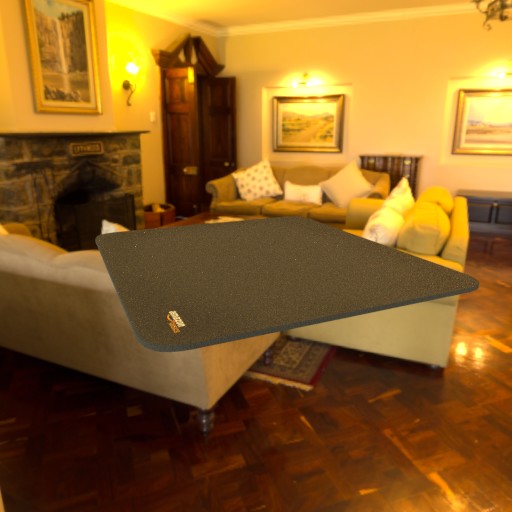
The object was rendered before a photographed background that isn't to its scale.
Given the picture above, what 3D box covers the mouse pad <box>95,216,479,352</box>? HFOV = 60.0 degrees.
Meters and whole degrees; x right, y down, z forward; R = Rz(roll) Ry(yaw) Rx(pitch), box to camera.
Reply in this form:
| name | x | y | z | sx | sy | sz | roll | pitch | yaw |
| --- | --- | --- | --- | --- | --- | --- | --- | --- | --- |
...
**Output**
| name | x | y | z | sx | sy | sz | roll | pitch | yaw |
| --- | --- | --- | --- | --- | --- | --- | --- | --- | --- |
| mouse pad | 0.000 | 0.000 | 0.321 | 0.203 | 0.003 | 0.229 | -7 | 18 | -23 |
